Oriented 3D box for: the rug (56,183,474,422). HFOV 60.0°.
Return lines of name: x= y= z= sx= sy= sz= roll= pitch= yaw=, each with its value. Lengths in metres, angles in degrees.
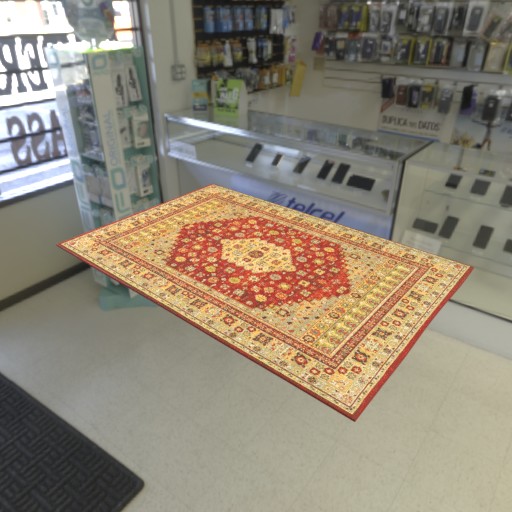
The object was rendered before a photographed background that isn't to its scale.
rug: x=0.000 y=0.000 z=2.276 sx=1.802 sy=0.013 sz=1.194 roll=23 pitch=37 yaw=34
